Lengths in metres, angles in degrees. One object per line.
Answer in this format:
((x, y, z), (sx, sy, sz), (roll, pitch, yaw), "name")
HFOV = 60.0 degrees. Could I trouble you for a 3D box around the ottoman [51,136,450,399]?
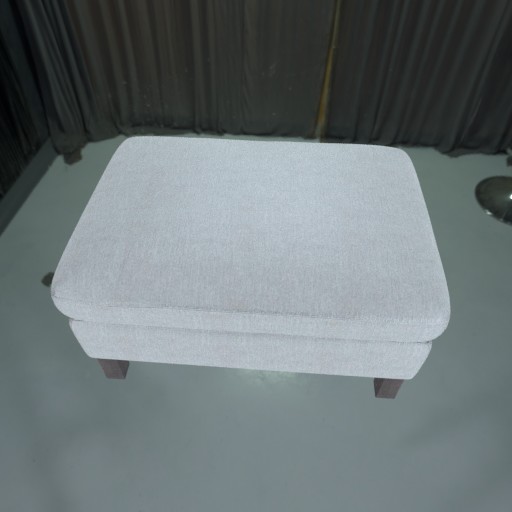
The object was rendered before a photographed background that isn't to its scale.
((0.000, 0.000, 1.039), (0.735, 0.404, 0.528), (3, 47, 3), "ottoman")
